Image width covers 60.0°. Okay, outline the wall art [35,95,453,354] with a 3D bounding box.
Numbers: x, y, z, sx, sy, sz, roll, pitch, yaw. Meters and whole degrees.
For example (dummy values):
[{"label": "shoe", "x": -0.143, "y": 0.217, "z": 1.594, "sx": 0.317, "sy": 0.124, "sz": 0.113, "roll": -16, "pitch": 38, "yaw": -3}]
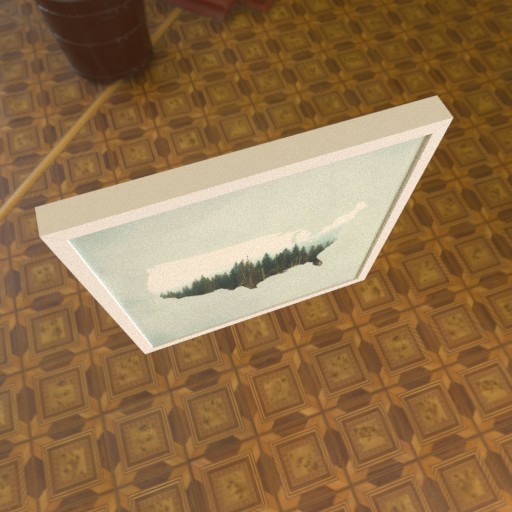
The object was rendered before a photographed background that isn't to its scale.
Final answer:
[{"label": "wall art", "x": 0.000, "y": 0.000, "z": 0.751, "sx": 0.509, "sy": 0.509, "sz": 0.040, "roll": -18, "pitch": 65, "yaw": -9}]
